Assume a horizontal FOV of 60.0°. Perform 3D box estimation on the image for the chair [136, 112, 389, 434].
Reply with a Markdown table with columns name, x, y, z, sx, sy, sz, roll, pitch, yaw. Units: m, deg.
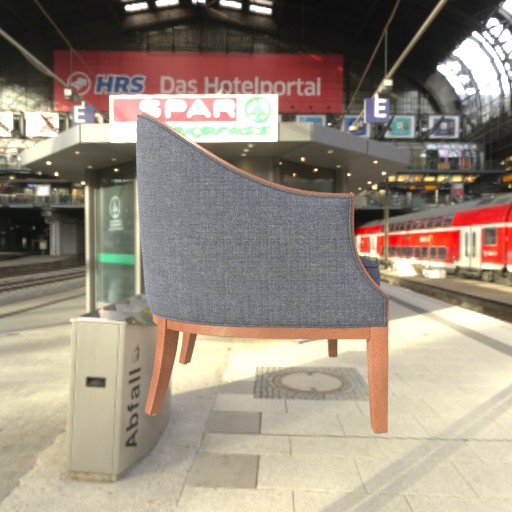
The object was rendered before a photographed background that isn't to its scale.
| name | x | y | z | sx | sy | sz | roll | pitch | yaw |
| --- | --- | --- | --- | --- | --- | --- | --- | --- | --- |
| chair | 0.000 | 0.000 | 1.488 | 0.735 | 0.876 | 0.803 | 0 | 2 | 1 |
